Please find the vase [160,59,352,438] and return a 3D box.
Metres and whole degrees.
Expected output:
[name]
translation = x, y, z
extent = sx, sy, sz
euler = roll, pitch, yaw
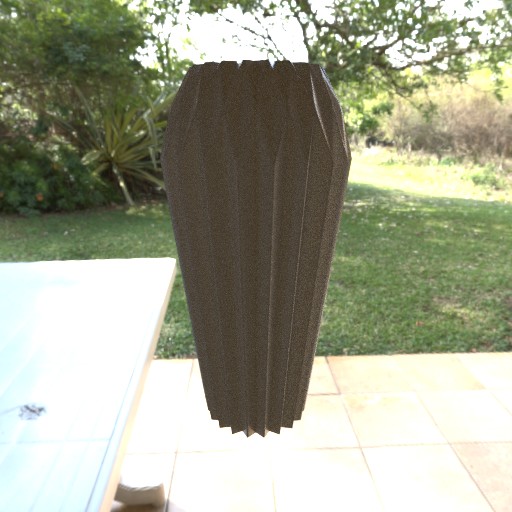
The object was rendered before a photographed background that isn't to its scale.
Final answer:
[vase]
translation = 0.000, 0.000, 0.334
extent = 0.133, 0.263, 0.133
euler = 0, 17, 0
